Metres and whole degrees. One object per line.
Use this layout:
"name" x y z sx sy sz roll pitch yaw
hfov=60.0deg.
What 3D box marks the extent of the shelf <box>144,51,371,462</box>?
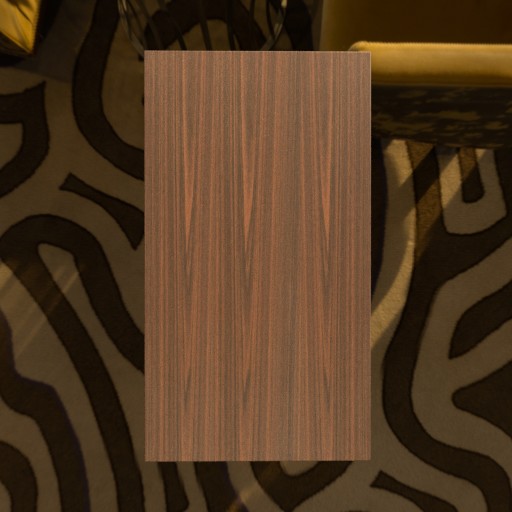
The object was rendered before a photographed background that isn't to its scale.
"shelf" 0.000 0.000 1.350 0.498 0.750 0.902 0 90 -1
